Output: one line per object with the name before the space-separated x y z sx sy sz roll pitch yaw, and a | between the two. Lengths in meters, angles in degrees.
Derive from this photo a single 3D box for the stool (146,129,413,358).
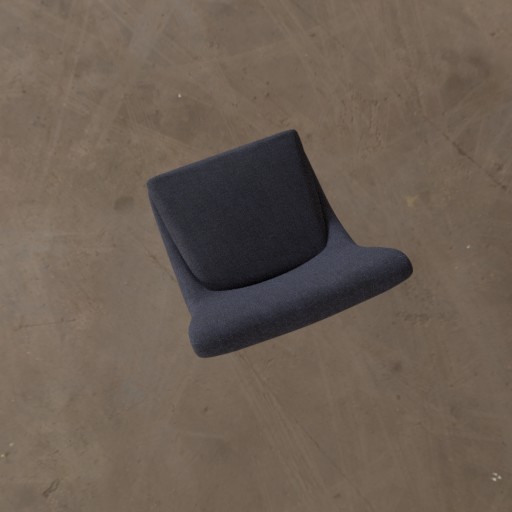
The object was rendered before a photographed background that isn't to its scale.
stool | 0.000 0.000 1.378 0.489 1.068 0.572 -21 76 -5
